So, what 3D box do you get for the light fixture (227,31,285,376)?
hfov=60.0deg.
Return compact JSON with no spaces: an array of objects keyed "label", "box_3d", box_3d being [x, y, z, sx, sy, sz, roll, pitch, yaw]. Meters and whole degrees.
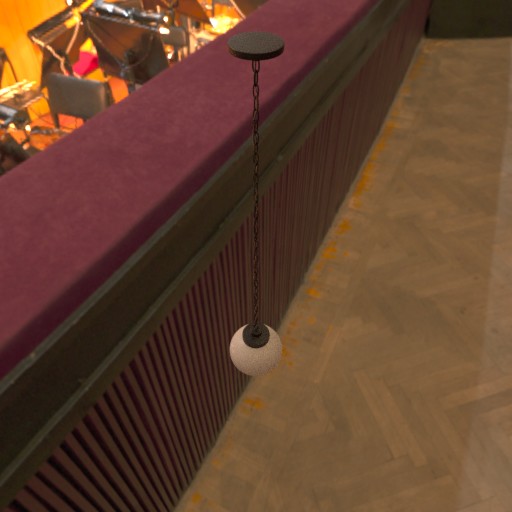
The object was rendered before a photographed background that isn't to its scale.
[{"label":"light fixture","box_3d":[0.000,0.000,2.010,0.305,1.867,0.304,23,50,20]}]
